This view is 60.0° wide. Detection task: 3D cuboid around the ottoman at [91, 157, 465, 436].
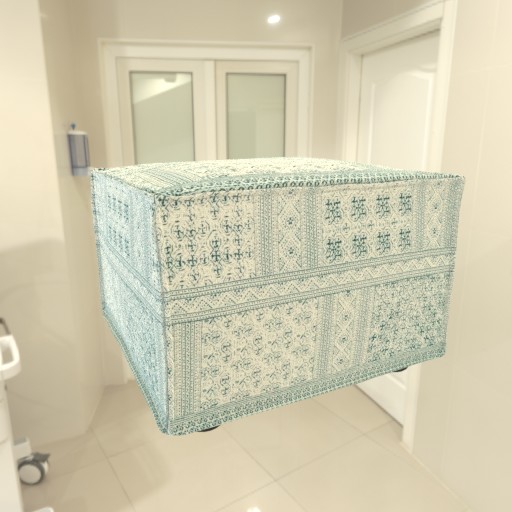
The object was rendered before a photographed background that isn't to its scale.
[{"bbox_3d":[0.000,0.000,1.021,0.626,0.439,0.617,-7,16,-27],"label":"ottoman"}]
